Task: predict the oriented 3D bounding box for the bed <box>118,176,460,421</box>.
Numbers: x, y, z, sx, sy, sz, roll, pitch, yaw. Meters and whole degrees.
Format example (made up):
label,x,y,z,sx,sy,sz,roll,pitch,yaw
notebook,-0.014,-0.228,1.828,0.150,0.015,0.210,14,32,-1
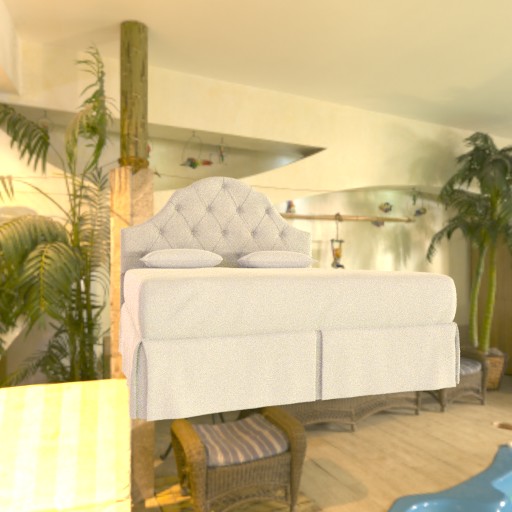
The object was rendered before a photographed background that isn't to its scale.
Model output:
label,x,y,z,sx,sy,sz,roll,pitch,yaw
bed,0.000,0.000,3.437,2.008,1.615,2.214,0,-1,-18
